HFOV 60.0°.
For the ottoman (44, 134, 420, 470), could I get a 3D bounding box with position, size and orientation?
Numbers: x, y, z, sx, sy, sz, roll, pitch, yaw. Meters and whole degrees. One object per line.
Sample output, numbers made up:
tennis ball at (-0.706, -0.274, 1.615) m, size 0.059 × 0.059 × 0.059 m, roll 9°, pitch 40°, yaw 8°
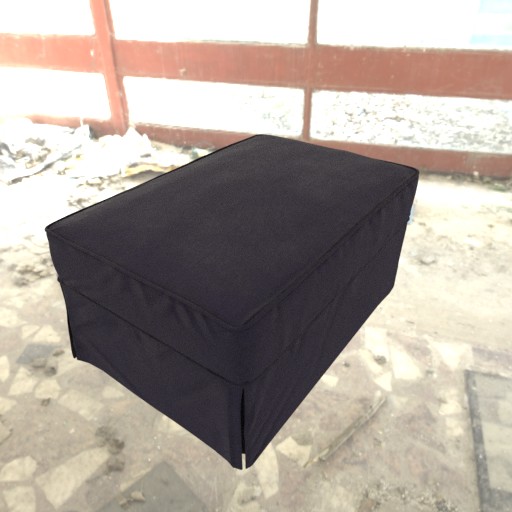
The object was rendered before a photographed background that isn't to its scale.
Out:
ottoman at (0.000, 0.000, 1.322) m, size 0.637 × 0.503 × 0.938 m, roll 22°, pitch 39°, yaw 30°
